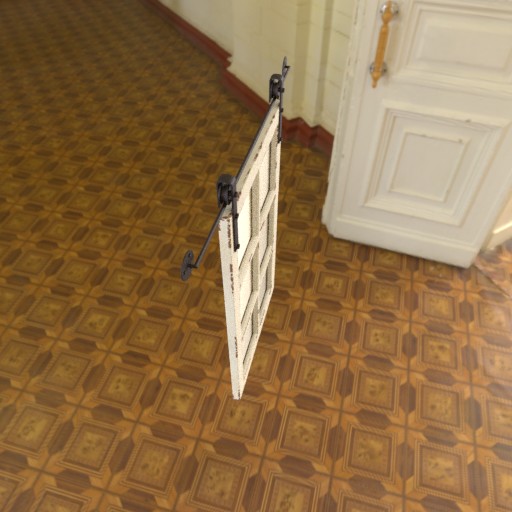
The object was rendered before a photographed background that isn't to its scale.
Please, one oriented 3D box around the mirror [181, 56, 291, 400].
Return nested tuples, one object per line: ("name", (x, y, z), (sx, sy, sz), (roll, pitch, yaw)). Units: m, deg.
("mirror", (0.000, 0.000, 1.239), (0.037, 0.844, 0.808), (11, 48, 10))
